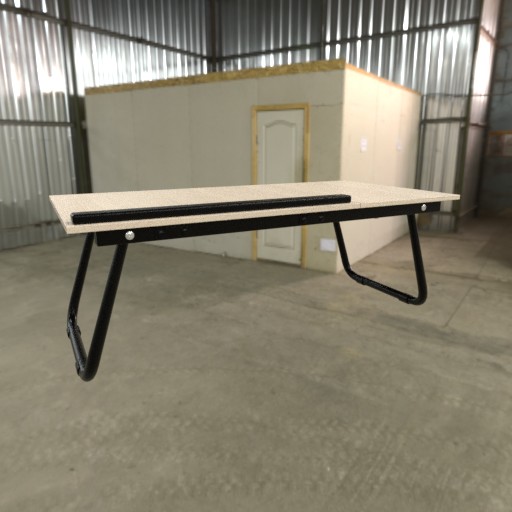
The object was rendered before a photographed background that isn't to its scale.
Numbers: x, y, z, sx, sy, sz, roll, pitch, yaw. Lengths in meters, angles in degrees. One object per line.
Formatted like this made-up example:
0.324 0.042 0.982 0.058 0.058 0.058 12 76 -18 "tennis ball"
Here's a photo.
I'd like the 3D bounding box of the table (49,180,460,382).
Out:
0.000 0.000 0.801 0.644 0.242 0.322 -8 17 -26 "table"
